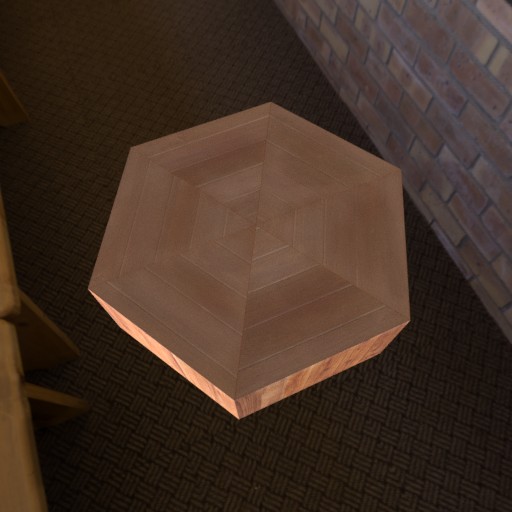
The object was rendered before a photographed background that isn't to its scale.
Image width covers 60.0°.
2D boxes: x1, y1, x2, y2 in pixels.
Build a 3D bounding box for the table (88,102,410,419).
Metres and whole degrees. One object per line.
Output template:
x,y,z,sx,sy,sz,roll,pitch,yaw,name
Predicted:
0.000,0.000,1.700,1.154,0.456,1.000,33,67,16,table
